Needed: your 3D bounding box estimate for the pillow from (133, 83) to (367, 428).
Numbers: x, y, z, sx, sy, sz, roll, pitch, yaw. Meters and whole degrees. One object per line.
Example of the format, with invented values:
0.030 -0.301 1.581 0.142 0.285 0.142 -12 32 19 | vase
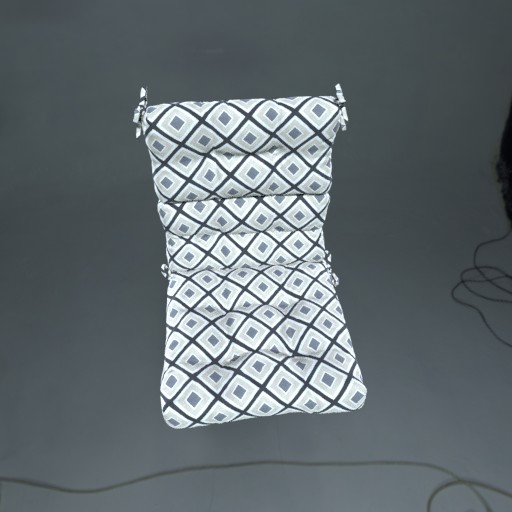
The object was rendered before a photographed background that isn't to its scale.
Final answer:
0.000 0.000 1.046 0.519 0.605 0.571 -4 45 -4 | pillow
